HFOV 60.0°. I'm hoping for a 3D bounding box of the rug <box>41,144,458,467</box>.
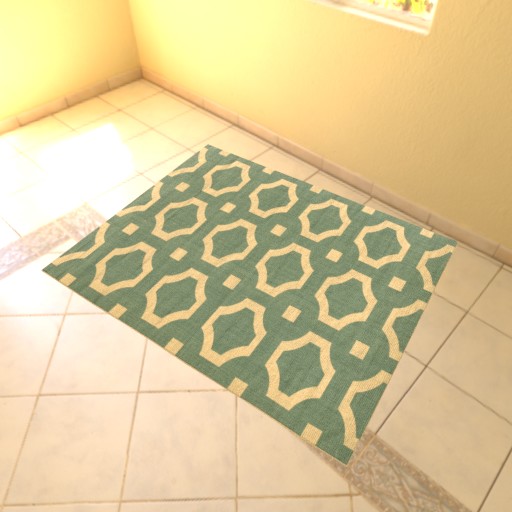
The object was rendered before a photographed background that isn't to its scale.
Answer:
[{"bbox_3d":[0.000,0.000,4.142,3.049,0.021,2.466,26,52,22],"label":"rug"}]
